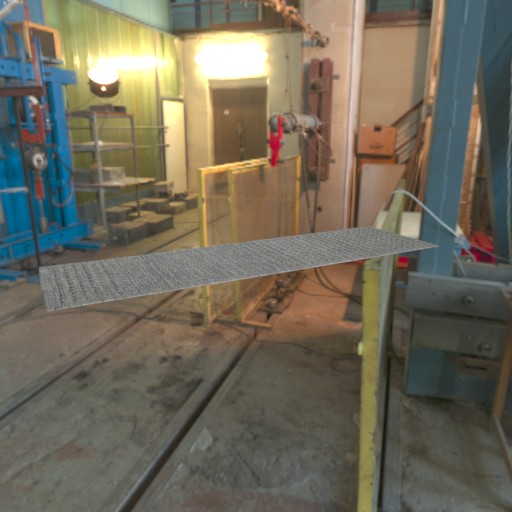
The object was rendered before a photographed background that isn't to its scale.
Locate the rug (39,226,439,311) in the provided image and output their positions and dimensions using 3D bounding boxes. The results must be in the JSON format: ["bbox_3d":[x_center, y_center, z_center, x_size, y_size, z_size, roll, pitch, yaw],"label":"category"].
[{"bbox_3d":[0.000,0.000,2.774,2.443,0.009,0.706,-8,18,-26],"label":"rug"}]
